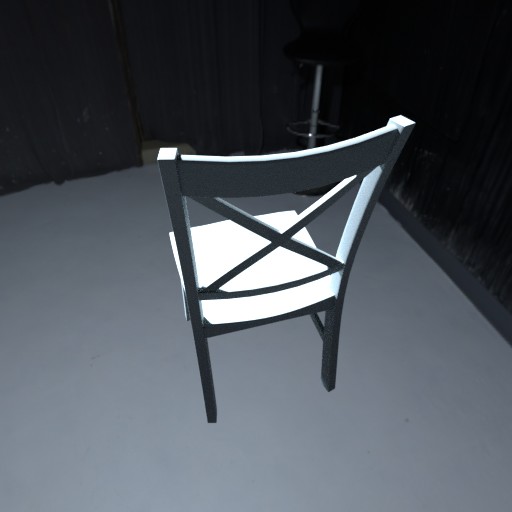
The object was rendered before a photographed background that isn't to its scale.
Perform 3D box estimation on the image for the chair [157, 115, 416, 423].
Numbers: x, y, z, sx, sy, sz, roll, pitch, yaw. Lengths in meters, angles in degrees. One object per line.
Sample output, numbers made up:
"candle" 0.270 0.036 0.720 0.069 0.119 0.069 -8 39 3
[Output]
"chair" 0.000 0.000 1.291 0.485 0.983 0.542 -11 43 -12
